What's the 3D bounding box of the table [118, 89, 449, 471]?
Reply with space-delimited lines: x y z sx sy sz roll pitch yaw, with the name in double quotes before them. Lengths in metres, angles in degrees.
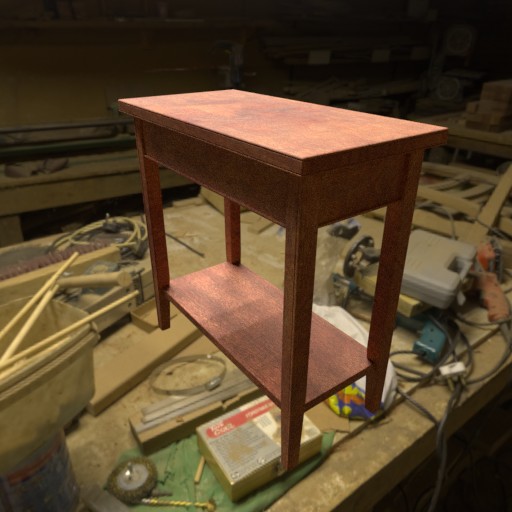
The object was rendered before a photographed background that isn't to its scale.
"table" 0.000 0.000 0.970 0.305 0.610 0.610 -18 32 -32
